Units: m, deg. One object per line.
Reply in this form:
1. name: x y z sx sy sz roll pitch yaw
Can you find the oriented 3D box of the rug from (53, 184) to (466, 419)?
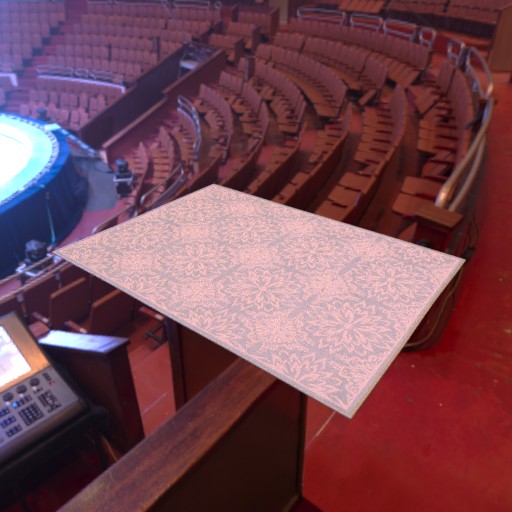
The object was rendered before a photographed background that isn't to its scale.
1. rug: 0.000 0.000 2.909 2.205 0.014 1.589 21 36 32
